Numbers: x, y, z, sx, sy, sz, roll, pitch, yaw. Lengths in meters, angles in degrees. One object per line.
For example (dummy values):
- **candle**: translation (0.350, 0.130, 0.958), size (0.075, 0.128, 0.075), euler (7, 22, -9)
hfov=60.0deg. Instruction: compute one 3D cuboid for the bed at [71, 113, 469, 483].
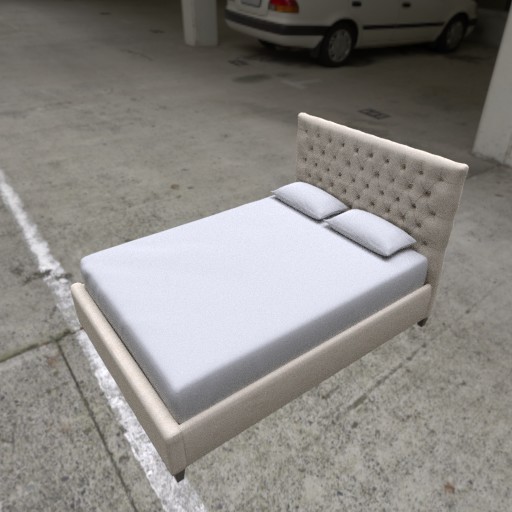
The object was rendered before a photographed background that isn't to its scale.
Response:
- **bed**: translation (0.000, 0.000, 3.327), size (2.387, 1.427, 1.698), euler (-21, 38, -30)
